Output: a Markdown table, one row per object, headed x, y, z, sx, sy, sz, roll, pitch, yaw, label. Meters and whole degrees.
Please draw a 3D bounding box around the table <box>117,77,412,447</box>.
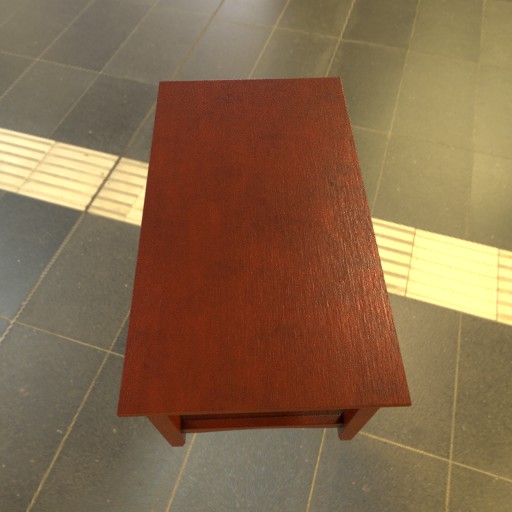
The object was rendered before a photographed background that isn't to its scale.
| x | y | z | sx | sy | sz | roll | pitch | yaw | label |
| --- | --- | --- | --- | --- | --- | --- | --- | --- | --- |
| 0.000 | 0.000 | 1.238 | 0.533 | 0.456 | 0.943 | -2 | 58 | -1 | table |
